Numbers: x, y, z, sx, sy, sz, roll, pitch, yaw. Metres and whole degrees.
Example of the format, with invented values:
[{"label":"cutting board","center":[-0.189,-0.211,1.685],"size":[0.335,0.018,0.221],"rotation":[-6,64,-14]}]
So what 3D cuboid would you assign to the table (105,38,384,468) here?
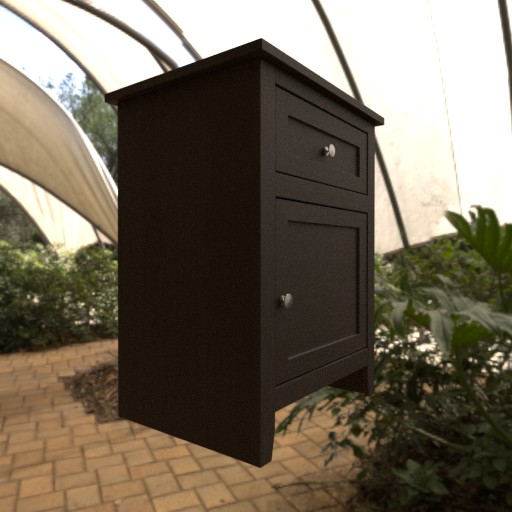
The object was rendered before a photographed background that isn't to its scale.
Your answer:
[{"label":"table","center":[0.000,0.000,0.947],"size":[0.381,0.635,0.480],"rotation":[0,1,37]}]
